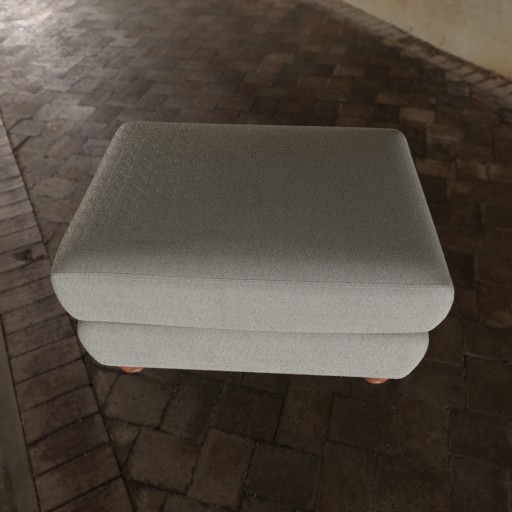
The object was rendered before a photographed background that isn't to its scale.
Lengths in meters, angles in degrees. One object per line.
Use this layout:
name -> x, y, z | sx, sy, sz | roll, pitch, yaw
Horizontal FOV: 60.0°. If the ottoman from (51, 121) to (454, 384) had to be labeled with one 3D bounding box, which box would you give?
ottoman -> 0.000, 0.000, 1.132 | 0.773, 0.504, 0.569 | 2, 47, 2
